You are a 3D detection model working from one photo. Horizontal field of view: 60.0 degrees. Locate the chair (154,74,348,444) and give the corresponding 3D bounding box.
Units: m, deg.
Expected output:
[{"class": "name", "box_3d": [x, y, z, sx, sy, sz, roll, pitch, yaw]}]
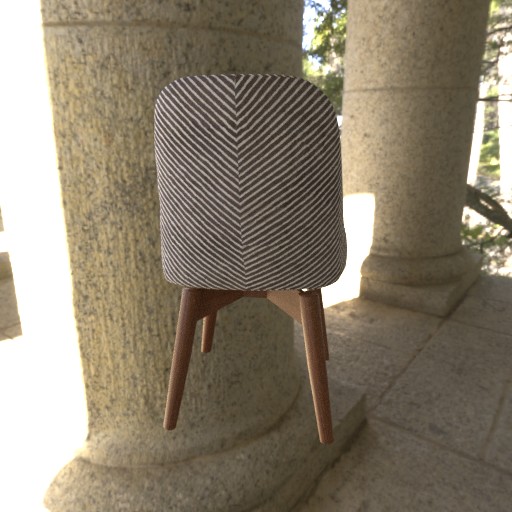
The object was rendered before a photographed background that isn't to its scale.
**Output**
[{"class": "chair", "box_3d": [0.000, 0.000, 1.232, 0.504, 0.883, 0.591, 2, 17, 7]}]
